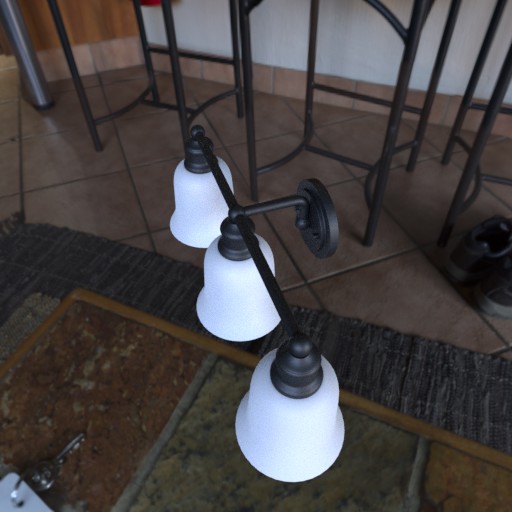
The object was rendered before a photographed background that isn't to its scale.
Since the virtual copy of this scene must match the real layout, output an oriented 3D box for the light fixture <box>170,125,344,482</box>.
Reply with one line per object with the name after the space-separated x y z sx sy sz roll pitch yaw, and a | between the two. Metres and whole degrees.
0.000 0.000 0.660 0.198 0.211 0.570 -14 48 -13 | light fixture
